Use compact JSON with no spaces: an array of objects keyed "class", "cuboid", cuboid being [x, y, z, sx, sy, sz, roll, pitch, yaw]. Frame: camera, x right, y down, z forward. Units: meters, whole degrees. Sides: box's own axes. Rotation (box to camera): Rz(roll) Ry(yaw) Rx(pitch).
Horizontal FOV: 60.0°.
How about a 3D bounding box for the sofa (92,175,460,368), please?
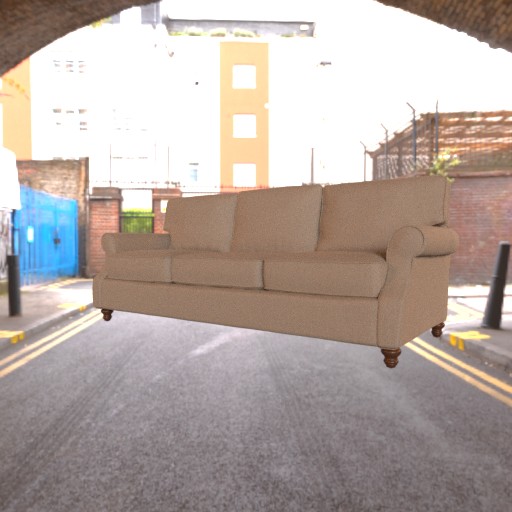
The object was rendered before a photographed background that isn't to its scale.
[{"class":"sofa","cuboid":[0.000,0.000,2.884,2.354,0.948,0.966,1,2,36]}]
